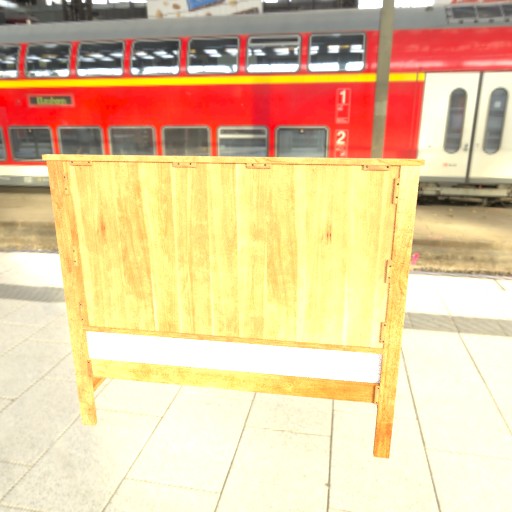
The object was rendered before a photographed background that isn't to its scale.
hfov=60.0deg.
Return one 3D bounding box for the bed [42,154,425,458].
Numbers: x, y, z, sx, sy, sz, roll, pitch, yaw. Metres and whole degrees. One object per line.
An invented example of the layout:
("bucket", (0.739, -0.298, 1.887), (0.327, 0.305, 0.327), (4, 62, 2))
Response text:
("bed", (0.000, 0.000, 3.479), (1.936, 1.686, 2.201), (3, 17, 9))
